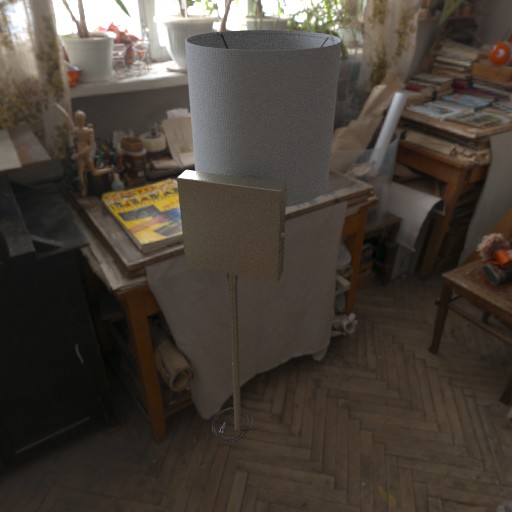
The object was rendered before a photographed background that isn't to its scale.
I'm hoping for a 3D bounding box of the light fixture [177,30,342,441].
[{"bbox_3d":[0.000,0.000,0.673,0.188,0.589,0.248,9,34,14],"label":"light fixture"}]
